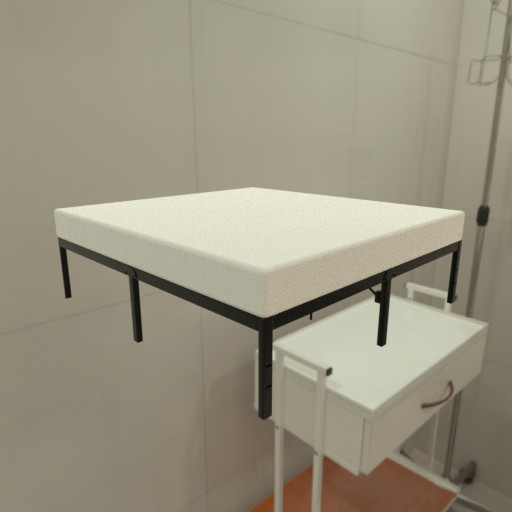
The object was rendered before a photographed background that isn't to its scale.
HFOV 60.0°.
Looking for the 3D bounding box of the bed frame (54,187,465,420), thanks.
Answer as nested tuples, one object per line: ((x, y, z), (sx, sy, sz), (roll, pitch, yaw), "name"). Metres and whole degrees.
((0.000, 0.000, 3.131), (1.963, 0.659, 2.079), (-14, 21, -43), "bed frame")
